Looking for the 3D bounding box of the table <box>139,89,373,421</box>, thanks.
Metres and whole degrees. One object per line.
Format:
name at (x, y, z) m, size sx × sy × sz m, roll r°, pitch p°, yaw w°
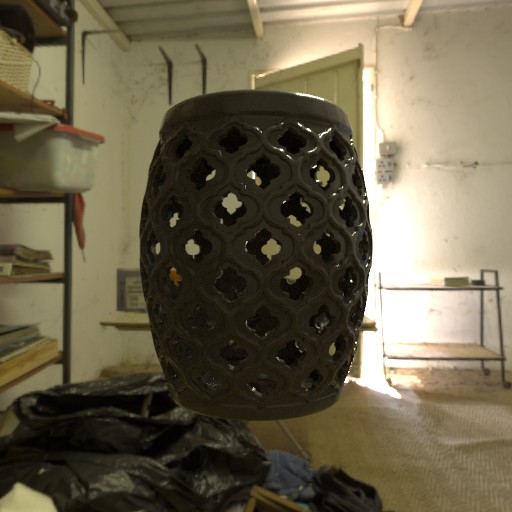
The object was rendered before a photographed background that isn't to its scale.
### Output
table at (0.000, 0.000, 0.636) m, size 0.325 × 0.388 × 0.325 m, roll 0°, pitch 0°, yaw 0°
